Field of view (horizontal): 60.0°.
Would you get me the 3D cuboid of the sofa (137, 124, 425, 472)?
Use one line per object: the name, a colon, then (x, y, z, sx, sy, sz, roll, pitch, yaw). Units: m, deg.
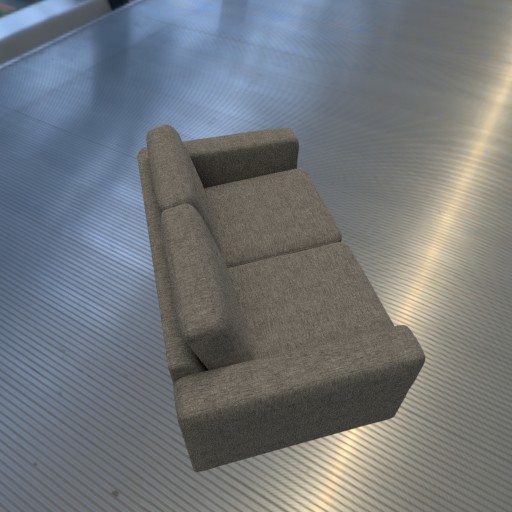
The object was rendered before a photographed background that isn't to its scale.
sofa: (0.000, 0.000, 2.032, 0.900, 0.800, 1.520, -11, 48, -10)
